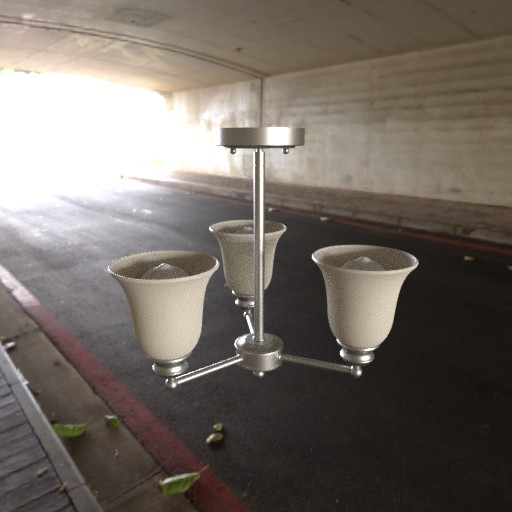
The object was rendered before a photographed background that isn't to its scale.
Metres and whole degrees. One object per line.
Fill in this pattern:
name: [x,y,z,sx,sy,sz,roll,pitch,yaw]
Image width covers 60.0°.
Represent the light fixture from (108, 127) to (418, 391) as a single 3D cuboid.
light fixture: [0.000,0.000,0.671,0.388,0.370,0.354,-2,15,-7]
